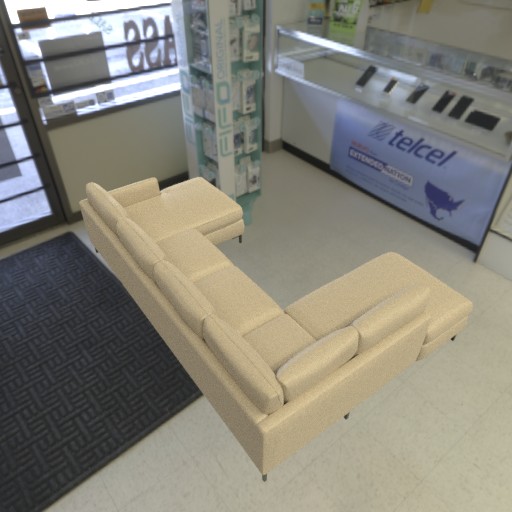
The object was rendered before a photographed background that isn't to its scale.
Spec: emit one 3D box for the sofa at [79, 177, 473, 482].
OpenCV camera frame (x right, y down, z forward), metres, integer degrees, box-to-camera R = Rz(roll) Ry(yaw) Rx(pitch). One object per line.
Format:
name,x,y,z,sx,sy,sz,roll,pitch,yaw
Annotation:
sofa,0.000,0.000,3.568,1.879,0.756,2.737,-25,45,-27
